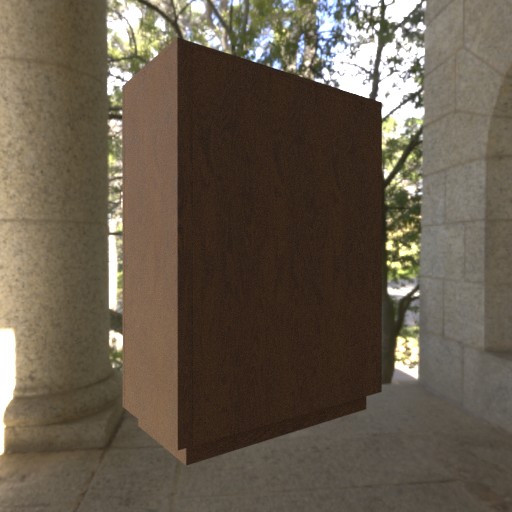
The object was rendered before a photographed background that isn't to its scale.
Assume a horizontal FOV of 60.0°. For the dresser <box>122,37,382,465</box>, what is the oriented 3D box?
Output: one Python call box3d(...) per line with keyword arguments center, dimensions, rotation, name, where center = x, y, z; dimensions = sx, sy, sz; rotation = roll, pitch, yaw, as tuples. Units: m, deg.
box3d(center=(0.000, 0.000, 1.827), dimensions=(0.964, 1.320, 0.516), rotation=(0, 0, -36), name="dresser")
